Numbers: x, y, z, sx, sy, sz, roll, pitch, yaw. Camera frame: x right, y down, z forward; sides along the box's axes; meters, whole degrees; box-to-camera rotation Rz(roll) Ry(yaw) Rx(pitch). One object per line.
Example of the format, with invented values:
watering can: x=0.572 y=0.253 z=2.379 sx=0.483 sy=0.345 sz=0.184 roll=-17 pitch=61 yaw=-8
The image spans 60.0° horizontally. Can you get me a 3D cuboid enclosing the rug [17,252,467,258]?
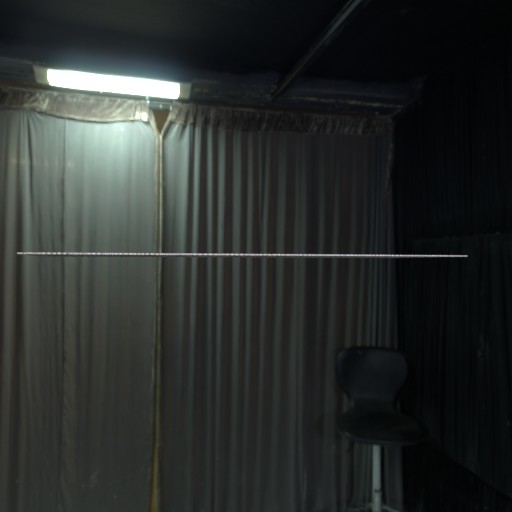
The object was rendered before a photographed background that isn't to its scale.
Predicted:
rug: x=0.000 y=0.000 z=2.665 sx=2.432 sy=0.008 sz=0.766 roll=0 pitch=-1 yaw=-18
